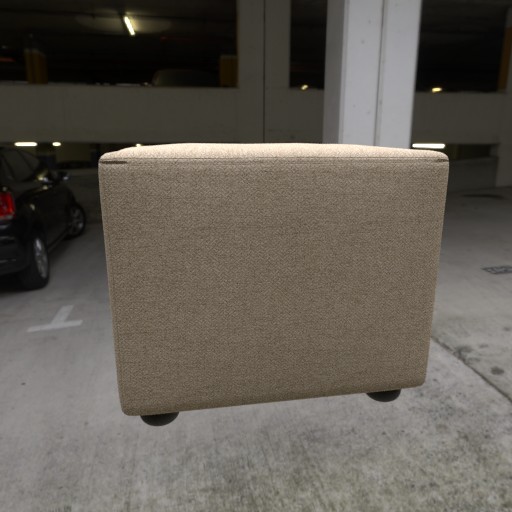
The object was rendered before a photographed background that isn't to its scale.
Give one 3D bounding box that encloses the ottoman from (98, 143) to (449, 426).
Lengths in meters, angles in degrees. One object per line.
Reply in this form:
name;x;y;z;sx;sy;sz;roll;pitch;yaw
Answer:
ottoman;0.000;0.000;0.878;0.508;0.432;0.508;-3;15;-10
